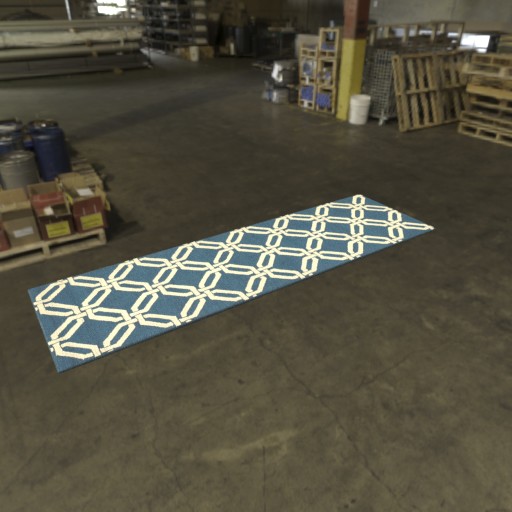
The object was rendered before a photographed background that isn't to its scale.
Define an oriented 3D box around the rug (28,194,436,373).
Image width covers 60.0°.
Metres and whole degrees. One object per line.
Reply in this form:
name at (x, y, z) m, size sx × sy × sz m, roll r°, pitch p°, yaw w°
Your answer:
rug at (0.000, 0.000, 2.501) m, size 2.276 × 0.014 × 0.678 m, roll -18°, pitch 35°, yaw -28°
